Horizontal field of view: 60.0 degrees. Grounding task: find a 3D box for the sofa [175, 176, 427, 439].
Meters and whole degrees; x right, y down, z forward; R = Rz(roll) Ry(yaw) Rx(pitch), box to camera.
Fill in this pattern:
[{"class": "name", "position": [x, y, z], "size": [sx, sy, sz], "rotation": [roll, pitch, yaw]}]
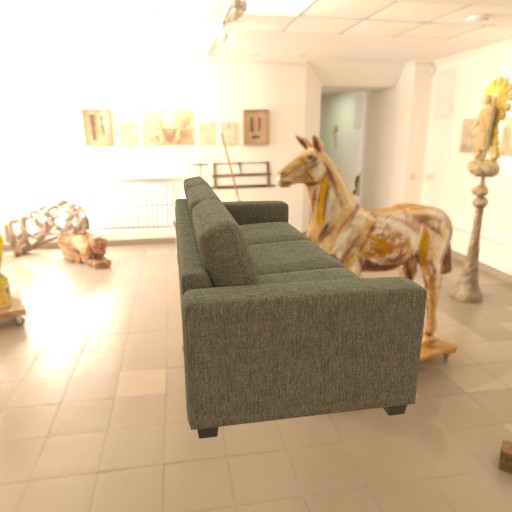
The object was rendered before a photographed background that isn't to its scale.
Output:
[{"class": "sofa", "position": [0.000, 0.000, 2.594], "size": [0.900, 0.800, 2.160], "rotation": [-3, 16, -10]}]
